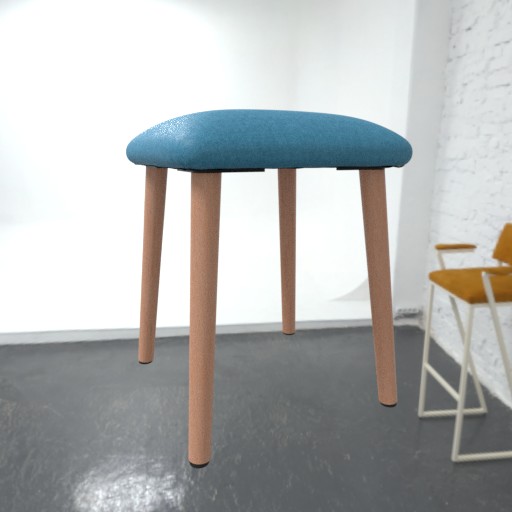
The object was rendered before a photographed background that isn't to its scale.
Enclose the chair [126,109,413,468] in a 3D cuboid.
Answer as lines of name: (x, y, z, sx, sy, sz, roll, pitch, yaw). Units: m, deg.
chair: (0.000, 0.000, 0.731, 0.360, 0.450, 0.360, -6, 14, -25)
